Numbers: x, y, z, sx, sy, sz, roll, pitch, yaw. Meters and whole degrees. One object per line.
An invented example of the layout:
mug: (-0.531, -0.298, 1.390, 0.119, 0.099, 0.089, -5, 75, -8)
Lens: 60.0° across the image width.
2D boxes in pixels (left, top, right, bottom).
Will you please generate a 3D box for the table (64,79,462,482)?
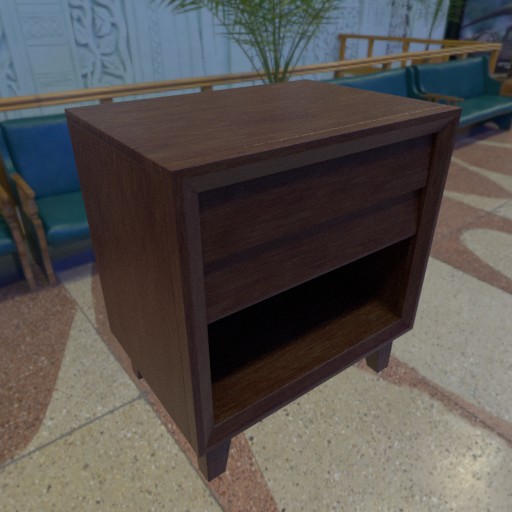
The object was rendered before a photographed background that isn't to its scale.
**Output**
table: (0.000, 0.000, 0.931, 0.557, 0.609, 0.449, -20, 35, -31)
